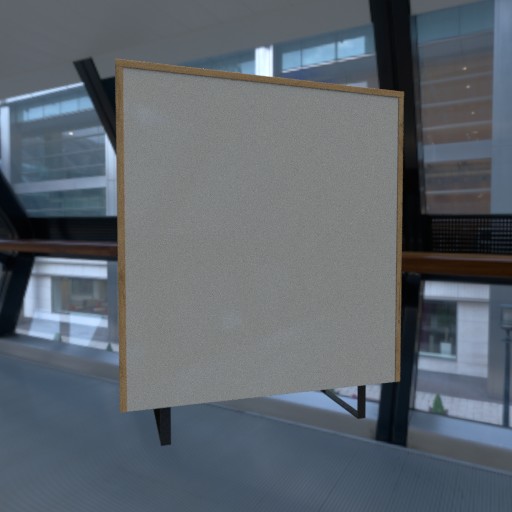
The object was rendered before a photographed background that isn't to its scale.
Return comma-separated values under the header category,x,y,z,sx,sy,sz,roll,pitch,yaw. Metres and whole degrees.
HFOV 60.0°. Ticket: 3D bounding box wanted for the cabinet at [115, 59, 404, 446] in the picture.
category,x,y,z,sx,sy,sz,roll,pitch,yaw
cabinet,0.000,0.000,1.959,1.168,1.397,0.473,-1,2,-17
